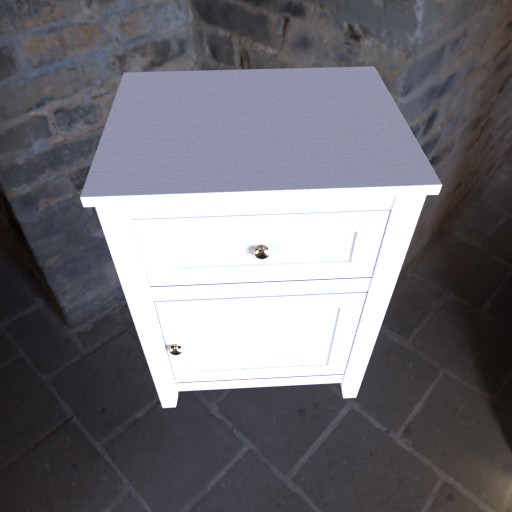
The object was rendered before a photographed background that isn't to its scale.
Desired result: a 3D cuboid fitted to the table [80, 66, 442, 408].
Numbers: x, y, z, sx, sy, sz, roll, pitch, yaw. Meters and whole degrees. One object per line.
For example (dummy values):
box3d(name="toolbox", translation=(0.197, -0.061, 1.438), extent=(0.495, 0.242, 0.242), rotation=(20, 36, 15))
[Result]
box3d(name="table", translation=(0.000, 0.000, 0.944), extent=(0.480, 0.635, 0.381), rotation=(-2, 46, -2))
